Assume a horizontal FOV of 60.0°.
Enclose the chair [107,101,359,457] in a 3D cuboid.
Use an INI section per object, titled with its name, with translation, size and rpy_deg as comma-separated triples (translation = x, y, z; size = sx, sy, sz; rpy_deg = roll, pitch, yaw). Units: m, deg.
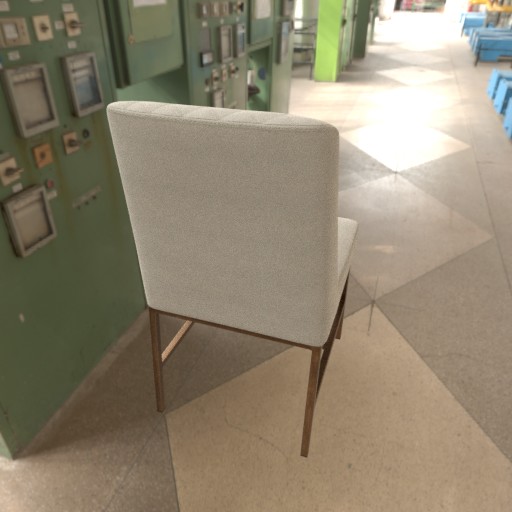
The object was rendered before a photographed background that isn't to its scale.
[chair]
translation = 0.000, 0.000, 1.250
size = 0.503, 0.933, 0.597
rpy_deg = 10, 33, 16
